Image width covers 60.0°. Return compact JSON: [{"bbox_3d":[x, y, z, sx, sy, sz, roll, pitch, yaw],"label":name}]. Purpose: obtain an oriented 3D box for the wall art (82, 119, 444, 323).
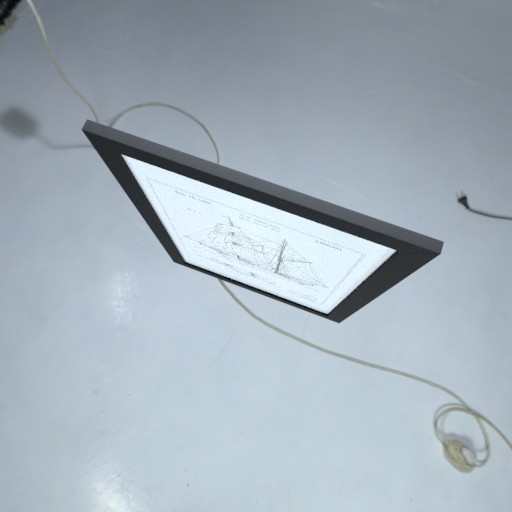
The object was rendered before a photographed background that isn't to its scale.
[{"bbox_3d":[0.000,0.000,0.599,0.326,0.459,0.011,20,75,5],"label":"wall art"}]
